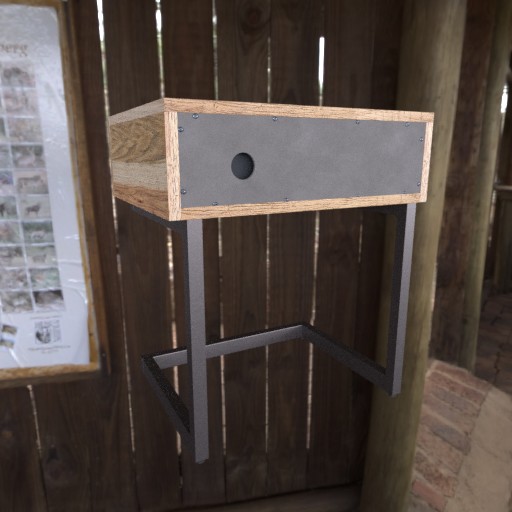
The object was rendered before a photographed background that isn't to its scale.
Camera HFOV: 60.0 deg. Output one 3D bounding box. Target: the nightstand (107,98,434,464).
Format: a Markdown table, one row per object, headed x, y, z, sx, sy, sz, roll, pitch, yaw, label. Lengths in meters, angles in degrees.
| x | y | z | sx | sy | sz | roll | pitch | yaw | label |
| --- | --- | --- | --- | --- | --- | --- | --- | --- | --- |
| 0.000 | 0.000 | 1.042 | 0.558 | 0.632 | 0.481 | -7 | 15 | -27 | nightstand |
